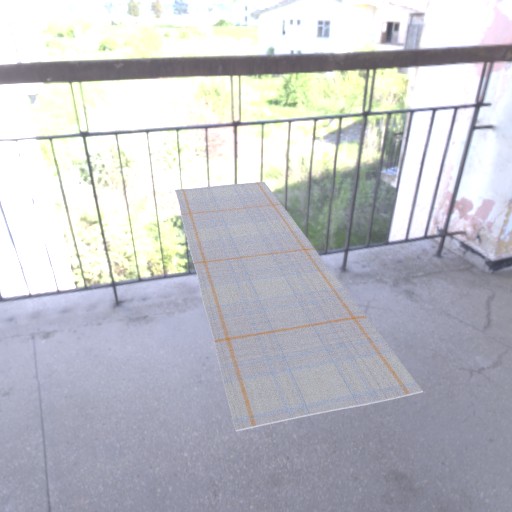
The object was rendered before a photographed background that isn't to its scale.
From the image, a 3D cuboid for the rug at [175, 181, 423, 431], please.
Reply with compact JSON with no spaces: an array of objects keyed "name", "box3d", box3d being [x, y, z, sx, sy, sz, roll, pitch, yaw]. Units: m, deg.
[{"name":"rug","box3d":[0.000,0.000,2.718,0.770,0.016,2.442,-7,31,-12]}]
